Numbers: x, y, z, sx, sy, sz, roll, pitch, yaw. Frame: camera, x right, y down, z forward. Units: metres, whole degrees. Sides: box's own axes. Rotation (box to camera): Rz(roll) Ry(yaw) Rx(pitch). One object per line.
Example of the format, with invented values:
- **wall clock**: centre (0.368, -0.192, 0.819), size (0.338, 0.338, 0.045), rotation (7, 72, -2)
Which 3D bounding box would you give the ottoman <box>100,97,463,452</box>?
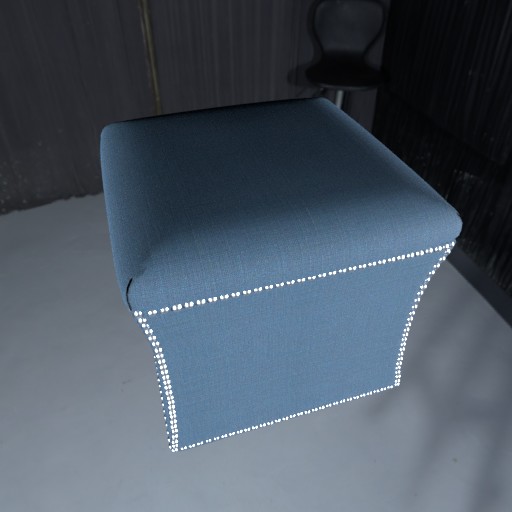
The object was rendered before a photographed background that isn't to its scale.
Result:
- **ottoman**: centre (0.000, 0.000, 0.884), size (0.507, 0.475, 0.497), rotation (-12, 42, -13)
